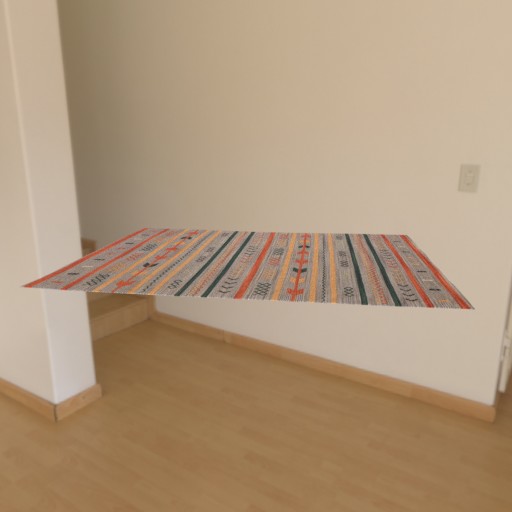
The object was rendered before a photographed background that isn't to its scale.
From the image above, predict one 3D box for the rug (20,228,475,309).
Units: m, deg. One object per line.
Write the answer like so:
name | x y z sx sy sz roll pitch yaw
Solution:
rug | 0.000 0.000 3.976 3.029 0.022 2.263 2 14 8
